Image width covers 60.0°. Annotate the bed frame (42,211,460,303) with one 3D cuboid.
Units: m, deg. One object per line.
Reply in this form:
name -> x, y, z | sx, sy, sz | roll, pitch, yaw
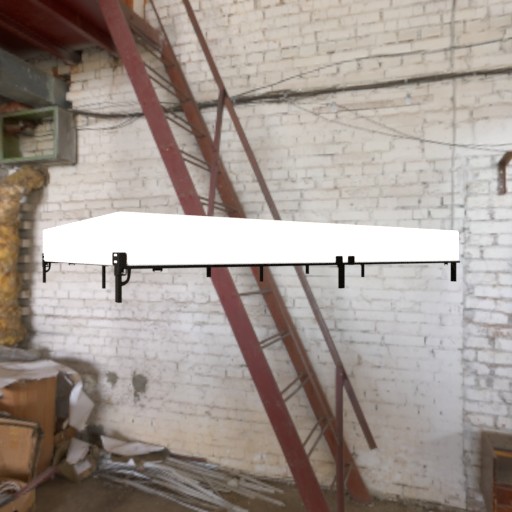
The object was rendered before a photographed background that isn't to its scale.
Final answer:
bed frame -> 0.000, 0.000, 3.760 | 2.987, 0.440, 1.930 | 0, 0, -35
